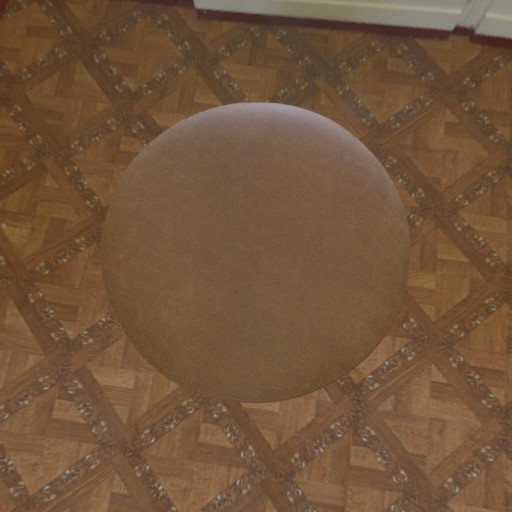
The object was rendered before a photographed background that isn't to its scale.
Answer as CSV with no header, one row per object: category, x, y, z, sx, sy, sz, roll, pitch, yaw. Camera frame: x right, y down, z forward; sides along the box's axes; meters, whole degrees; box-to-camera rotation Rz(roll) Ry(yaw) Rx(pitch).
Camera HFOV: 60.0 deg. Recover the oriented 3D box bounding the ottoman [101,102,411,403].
ottoman,0.000,0.000,1.253,0.771,0.460,0.771,0,76,0
